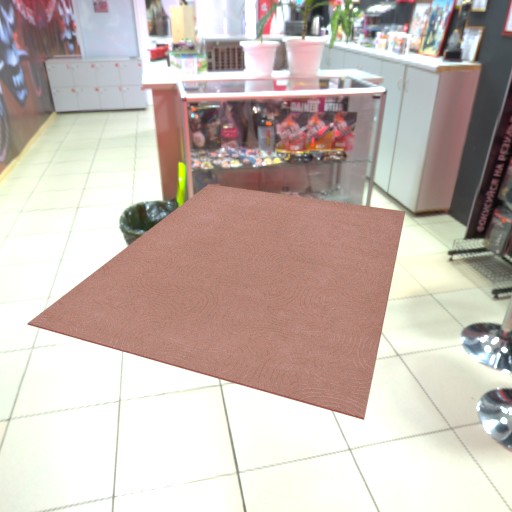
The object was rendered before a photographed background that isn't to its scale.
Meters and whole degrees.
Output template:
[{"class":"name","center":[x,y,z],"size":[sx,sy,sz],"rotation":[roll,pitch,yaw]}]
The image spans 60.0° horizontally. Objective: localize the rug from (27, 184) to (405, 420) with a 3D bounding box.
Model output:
[{"class":"rug","center":[0.000,0.000,3.485],"size":[2.073,0.011,2.584],"rotation":[11,31,18]}]
